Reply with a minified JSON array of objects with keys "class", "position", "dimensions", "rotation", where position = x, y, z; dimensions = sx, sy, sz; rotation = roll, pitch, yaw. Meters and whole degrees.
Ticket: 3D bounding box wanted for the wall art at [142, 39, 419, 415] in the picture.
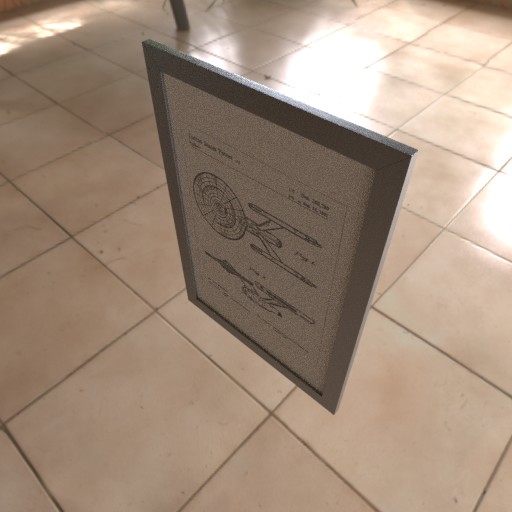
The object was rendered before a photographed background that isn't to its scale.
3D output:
[{"class":"wall art","position":[0.000,0.000,0.666],"dimensions":[0.376,0.529,0.013],"rotation":[33,55,27]}]
